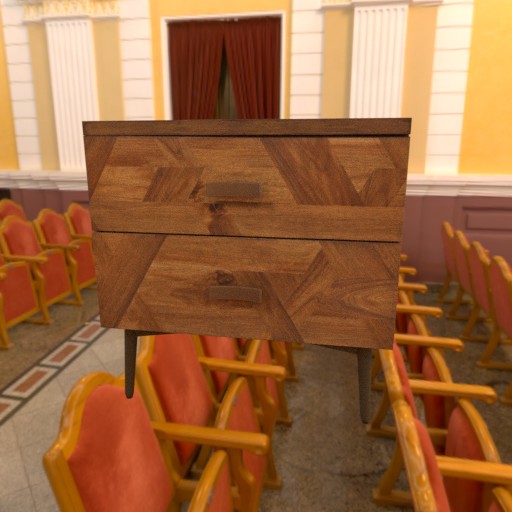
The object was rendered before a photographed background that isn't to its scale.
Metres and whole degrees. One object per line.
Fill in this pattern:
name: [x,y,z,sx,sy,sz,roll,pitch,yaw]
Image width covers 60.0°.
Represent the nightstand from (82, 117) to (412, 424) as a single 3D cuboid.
nightstand: [0.000,0.000,1.070,0.610,0.610,0.458,3,14,10]
